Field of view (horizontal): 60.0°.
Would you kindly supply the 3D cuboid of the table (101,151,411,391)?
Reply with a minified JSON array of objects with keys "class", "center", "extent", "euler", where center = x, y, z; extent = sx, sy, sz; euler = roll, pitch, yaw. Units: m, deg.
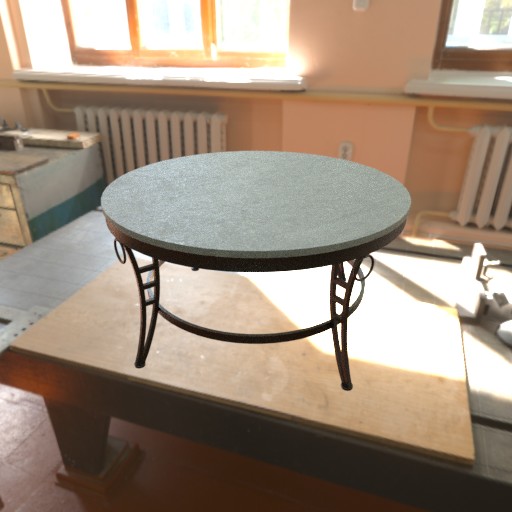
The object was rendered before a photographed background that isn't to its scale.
[{"class":"table","center":[0.000,0.000,1.435],"extent":[0.889,0.470,0.889],"euler":[0,27,0]}]
